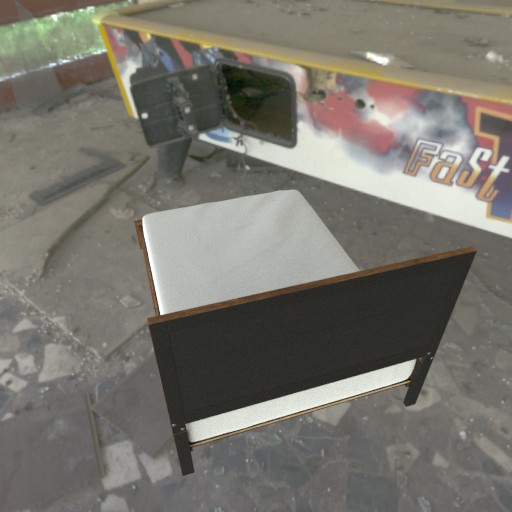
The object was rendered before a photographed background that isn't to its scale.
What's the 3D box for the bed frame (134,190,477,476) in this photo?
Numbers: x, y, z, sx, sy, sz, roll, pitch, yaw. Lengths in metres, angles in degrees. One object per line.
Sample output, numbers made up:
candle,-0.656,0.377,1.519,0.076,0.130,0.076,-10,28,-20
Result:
bed frame,0.000,0.000,3.393,1.696,1.417,2.276,-11,40,-14
